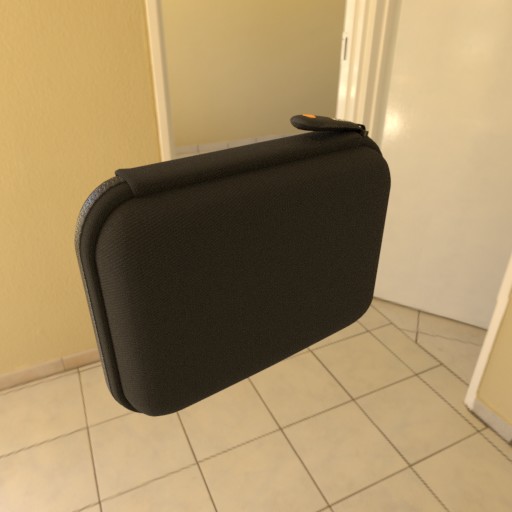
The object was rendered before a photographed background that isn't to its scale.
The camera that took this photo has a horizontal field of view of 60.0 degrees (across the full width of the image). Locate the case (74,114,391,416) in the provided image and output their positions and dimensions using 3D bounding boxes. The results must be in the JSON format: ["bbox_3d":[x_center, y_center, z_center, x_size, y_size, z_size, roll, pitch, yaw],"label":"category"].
[{"bbox_3d":[0.000,0.000,0.178,0.132,0.105,0.038,-19,35,-30],"label":"case"}]
